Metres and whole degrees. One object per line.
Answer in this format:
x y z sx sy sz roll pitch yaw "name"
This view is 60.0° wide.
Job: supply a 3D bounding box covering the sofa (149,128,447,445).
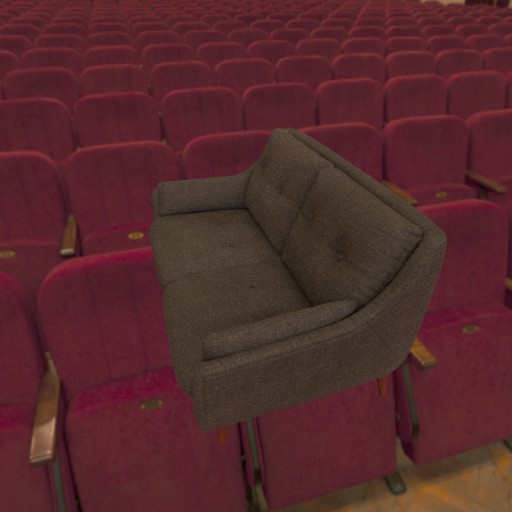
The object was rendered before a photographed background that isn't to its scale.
0.000 0.000 2.202 0.976 0.887 1.646 -8 31 -14 "sofa"
